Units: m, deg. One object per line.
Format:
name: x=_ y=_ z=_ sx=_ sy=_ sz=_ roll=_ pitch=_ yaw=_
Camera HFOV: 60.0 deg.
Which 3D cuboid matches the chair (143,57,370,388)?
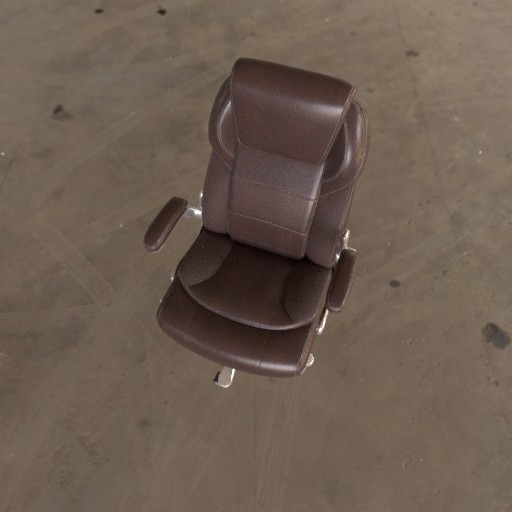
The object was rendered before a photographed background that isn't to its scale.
chair: x=0.000 y=0.000 z=1.674 sx=0.733 sy=1.160 sz=0.774 roll=18 pitch=60 yaw=11
